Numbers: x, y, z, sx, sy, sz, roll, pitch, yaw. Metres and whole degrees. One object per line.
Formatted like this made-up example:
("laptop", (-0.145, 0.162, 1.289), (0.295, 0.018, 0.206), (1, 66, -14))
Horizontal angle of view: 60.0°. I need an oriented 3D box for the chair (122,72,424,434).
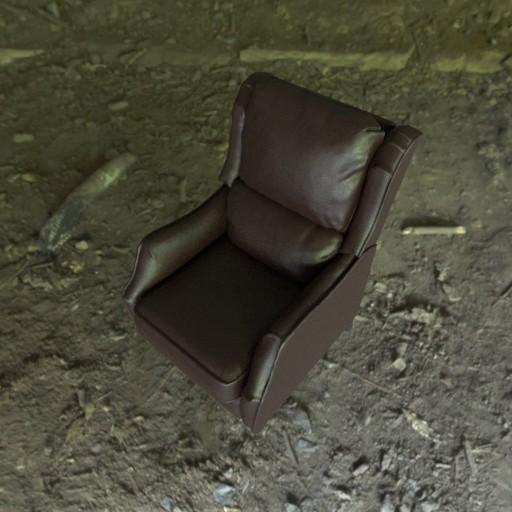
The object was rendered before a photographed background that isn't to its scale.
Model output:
("chair", (0.000, 0.000, 1.820), (0.770, 1.132, 0.982), (32, 55, 26))
